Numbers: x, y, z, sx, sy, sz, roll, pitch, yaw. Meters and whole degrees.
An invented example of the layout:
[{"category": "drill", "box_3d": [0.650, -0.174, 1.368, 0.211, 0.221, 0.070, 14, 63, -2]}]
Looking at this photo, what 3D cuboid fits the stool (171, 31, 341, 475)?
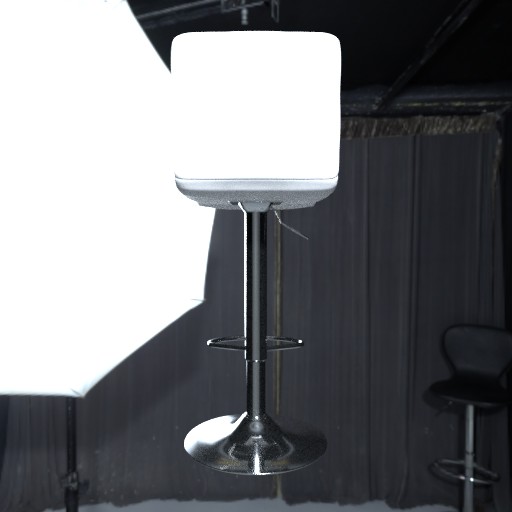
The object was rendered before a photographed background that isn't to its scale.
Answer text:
[{"category": "stool", "box_3d": [0.000, 0.000, 1.332, 0.430, 1.115, 0.505, 0, 0, 0]}]
